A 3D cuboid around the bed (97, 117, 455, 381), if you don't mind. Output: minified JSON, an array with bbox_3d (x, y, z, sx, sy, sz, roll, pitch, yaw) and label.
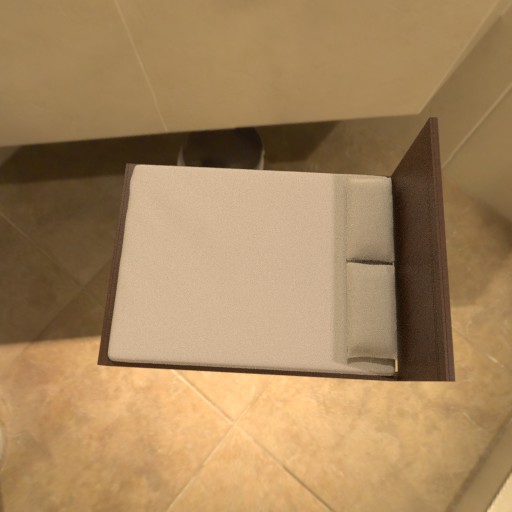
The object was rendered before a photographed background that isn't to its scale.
[{"bbox_3d":[0.000,0.000,3.167,2.221,1.169,1.613,3,74,1],"label":"bed"}]
